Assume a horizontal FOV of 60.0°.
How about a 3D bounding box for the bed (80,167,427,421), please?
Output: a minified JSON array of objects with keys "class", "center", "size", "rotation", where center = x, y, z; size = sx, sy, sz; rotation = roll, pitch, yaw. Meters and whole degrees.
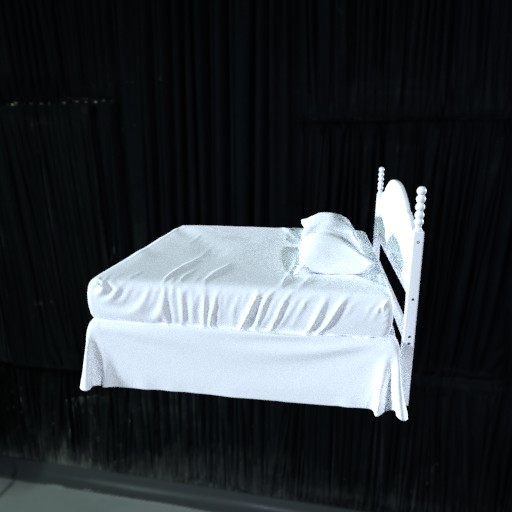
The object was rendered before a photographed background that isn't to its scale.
[{"class":"bed","center":[0.000,0.000,3.657],"size":[2.219,1.355,2.322],"rotation":[2,15,8]}]
